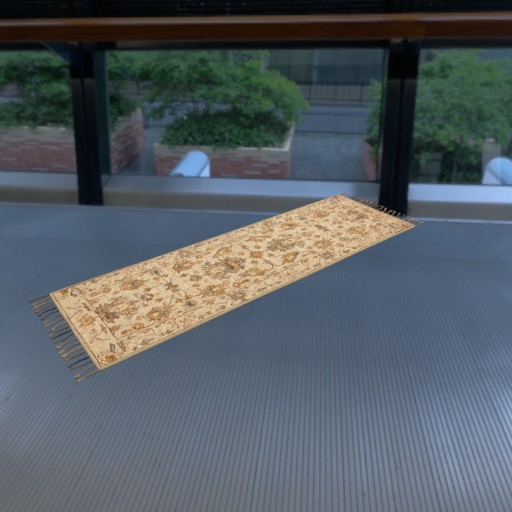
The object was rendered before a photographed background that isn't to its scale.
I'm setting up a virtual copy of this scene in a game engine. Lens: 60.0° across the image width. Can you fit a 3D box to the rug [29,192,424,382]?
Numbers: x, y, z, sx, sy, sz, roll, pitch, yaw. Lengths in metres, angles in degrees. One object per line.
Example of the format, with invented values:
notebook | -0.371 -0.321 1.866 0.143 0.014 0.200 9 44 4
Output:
rug | 0.000 0.000 2.704 2.438 0.021 0.729 -21 36 -32
